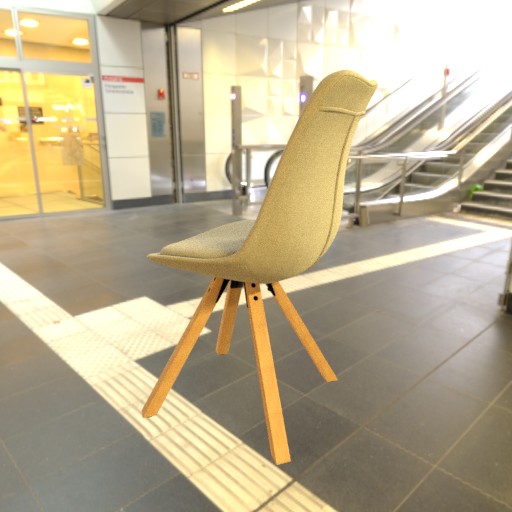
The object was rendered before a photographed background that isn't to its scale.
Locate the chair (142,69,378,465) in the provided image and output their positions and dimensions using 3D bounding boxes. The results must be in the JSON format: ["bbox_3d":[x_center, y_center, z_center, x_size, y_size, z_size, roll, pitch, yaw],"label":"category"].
[{"bbox_3d":[0.000,0.000,1.170,0.549,0.863,0.474,8,18,26],"label":"chair"}]
